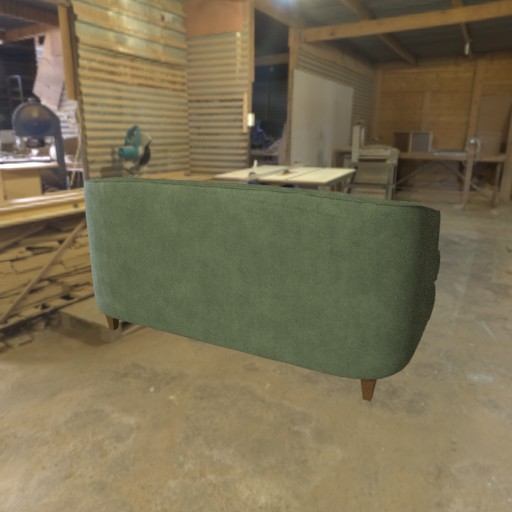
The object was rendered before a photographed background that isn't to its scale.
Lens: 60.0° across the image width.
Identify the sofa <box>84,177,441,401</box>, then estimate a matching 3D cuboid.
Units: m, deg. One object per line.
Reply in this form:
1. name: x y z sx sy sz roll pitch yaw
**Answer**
1. sofa: 0.000 0.000 2.331 1.733 0.855 0.941 8 18 27
